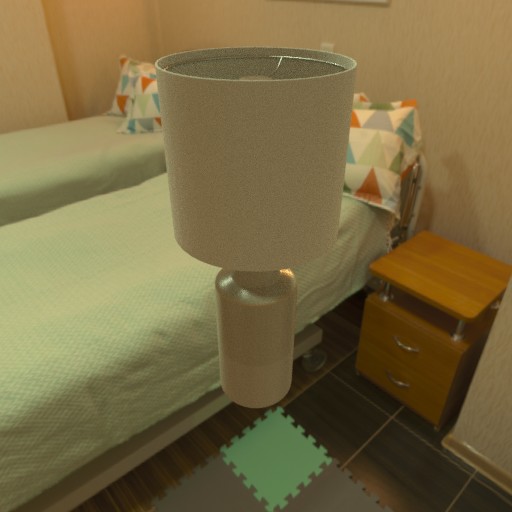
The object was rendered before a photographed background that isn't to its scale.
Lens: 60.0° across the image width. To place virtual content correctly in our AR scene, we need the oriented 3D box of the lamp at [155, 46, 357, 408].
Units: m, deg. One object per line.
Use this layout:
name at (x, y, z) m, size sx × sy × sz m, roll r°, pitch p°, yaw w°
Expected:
lamp at (0.000, 0.000, 0.603) m, size 0.212 × 0.493 × 0.212 m, roll 10°, pitch 34°, yaw 16°
